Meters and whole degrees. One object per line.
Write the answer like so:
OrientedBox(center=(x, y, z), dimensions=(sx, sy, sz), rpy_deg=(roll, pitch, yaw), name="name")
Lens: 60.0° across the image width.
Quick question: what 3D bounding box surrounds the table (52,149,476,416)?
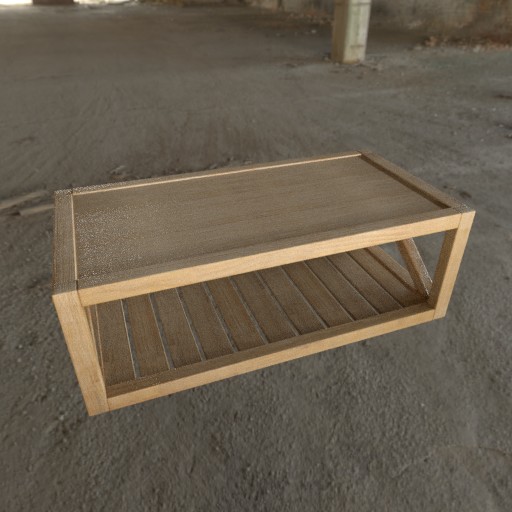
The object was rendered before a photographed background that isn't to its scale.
OrientedBox(center=(0.000, 0.000, 1.655), dimensions=(1.321, 0.457, 0.660), rpy_deg=(-11, 34, -17), name="table")
